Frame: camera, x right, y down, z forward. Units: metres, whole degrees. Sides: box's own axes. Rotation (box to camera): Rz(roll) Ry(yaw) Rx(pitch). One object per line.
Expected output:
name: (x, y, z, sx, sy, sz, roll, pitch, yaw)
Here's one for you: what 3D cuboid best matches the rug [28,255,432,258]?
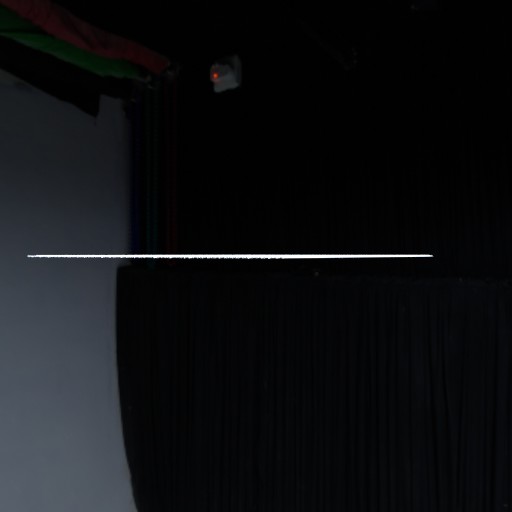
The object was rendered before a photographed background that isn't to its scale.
rug: (0.000, 0.000, 3.962, 2.312, 0.013, 2.940, 0, 0, 36)
